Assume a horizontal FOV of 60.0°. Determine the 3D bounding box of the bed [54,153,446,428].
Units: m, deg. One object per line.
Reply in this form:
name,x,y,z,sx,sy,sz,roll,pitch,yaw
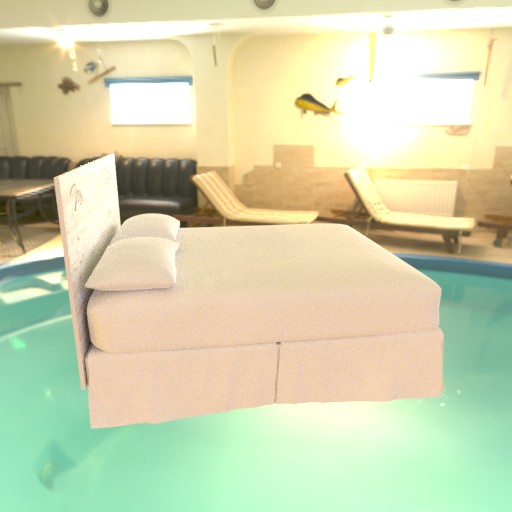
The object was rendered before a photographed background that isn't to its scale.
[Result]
bed,0.000,0.000,3.134,2.094,1.335,1.745,-2,17,-8
